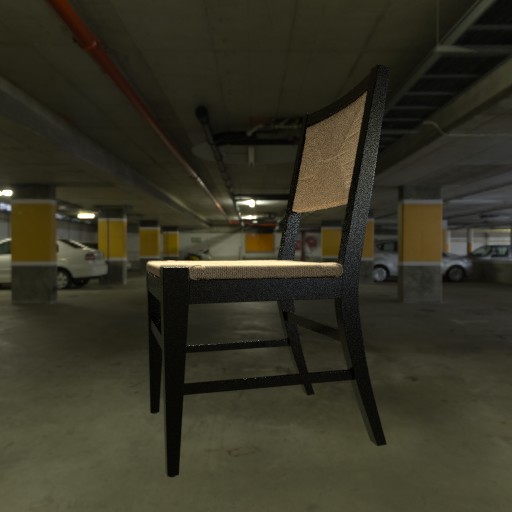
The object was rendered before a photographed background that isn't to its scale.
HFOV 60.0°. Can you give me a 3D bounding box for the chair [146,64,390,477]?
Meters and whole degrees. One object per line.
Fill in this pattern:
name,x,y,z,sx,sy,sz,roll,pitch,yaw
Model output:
chair,0.000,0.000,1.198,0.552,0.927,0.437,0,1,-18
